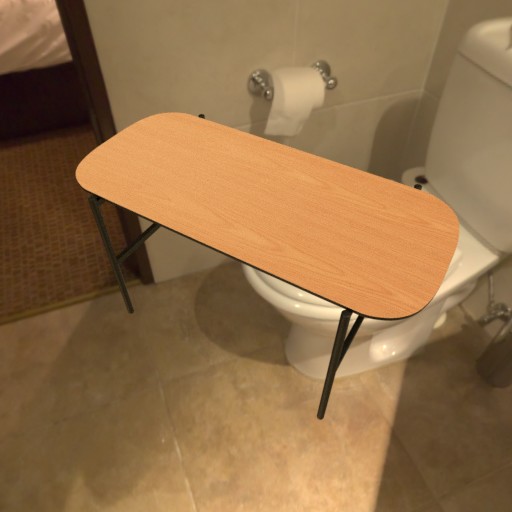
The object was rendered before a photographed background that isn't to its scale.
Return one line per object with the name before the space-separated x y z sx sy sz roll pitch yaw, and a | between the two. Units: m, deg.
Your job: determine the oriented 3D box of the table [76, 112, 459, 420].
table | 0.000 0.000 1.070 0.800 0.400 0.400 24 51 21
